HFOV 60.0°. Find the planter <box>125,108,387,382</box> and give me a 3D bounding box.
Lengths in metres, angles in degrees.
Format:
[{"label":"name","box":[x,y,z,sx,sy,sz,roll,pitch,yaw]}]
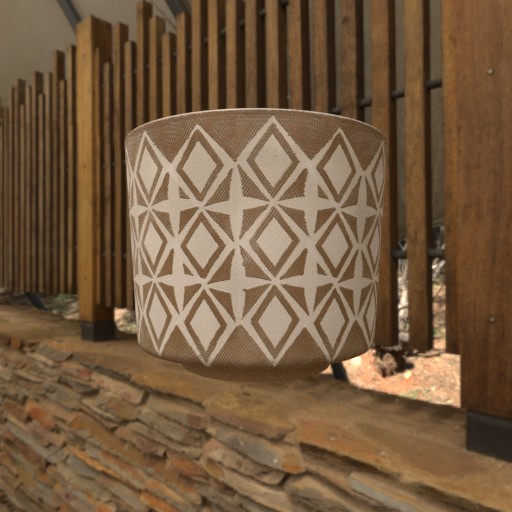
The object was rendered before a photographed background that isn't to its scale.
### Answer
[{"label":"planter","box":[0.000,0.000,0.458,0.260,0.220,0.260,0,0,0]}]
